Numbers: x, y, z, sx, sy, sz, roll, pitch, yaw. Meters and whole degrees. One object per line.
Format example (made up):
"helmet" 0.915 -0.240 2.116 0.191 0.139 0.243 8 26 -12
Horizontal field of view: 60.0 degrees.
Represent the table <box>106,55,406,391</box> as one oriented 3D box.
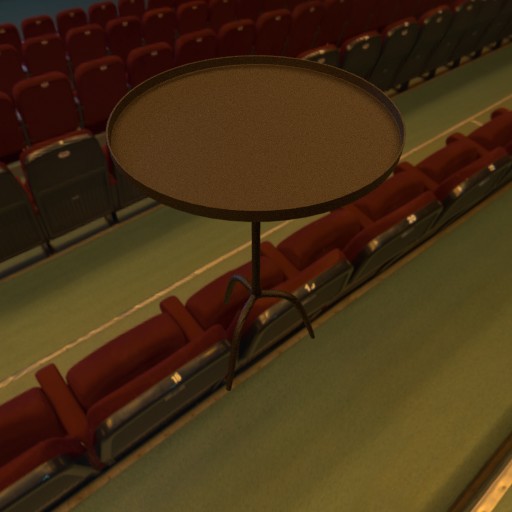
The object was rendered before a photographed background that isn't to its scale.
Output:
"table" 0.000 0.000 1.015 0.502 0.700 0.502 -31 54 -26
